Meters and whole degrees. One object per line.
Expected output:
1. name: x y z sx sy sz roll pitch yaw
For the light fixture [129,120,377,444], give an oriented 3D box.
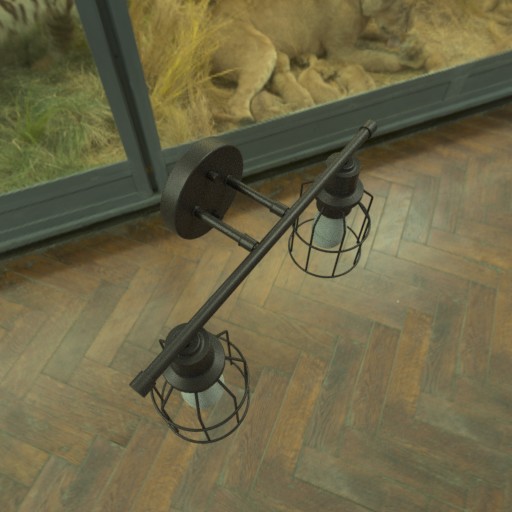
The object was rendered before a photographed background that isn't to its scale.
1. light fixture: 0.000 0.000 0.525 0.165 0.254 0.406 32 63 19
